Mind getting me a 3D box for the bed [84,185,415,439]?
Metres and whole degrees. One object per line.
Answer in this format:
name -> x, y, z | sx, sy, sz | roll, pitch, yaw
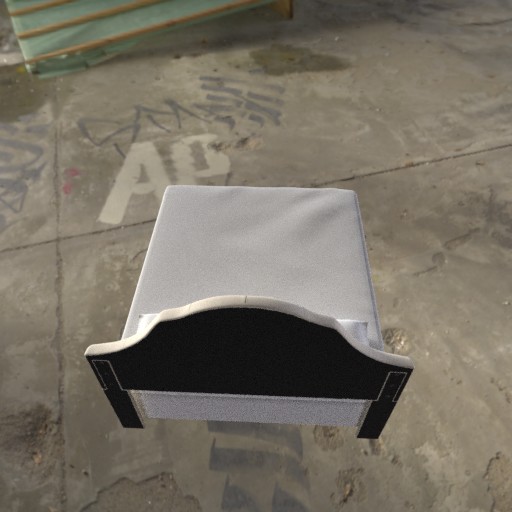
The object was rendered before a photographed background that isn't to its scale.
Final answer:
bed -> 0.000, 0.000, 3.555 | 2.008, 1.615, 2.214 | 2, 47, 2
